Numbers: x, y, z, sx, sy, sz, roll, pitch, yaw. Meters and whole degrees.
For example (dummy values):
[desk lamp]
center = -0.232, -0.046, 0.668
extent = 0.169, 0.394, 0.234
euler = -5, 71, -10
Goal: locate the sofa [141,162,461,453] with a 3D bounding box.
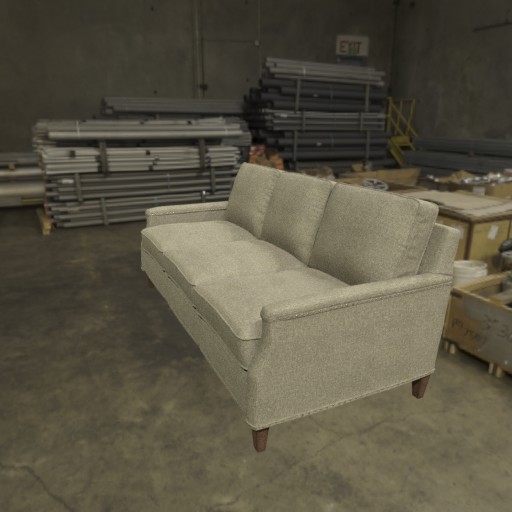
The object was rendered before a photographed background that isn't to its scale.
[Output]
[sofa]
center = 0.000, 0.000, 2.839
extent = 1.084, 1.003, 2.246
euler = -8, 19, -24
